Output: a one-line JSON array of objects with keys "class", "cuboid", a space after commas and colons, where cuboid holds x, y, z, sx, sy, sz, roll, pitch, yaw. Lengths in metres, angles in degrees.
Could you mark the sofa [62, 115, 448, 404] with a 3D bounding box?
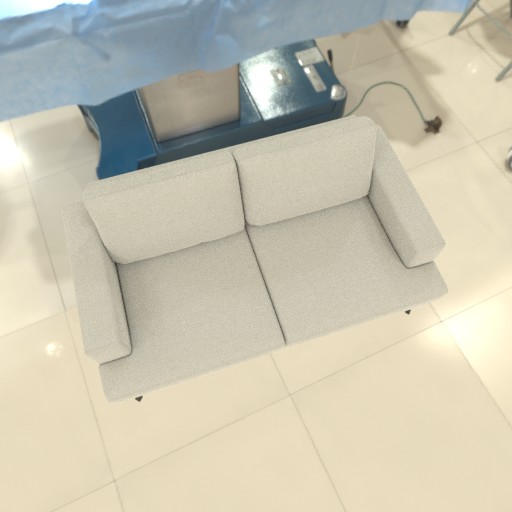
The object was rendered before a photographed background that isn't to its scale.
[{"class": "sofa", "cuboid": [0.000, 0.000, 2.157, 1.650, 0.810, 0.920, -16, 66, -7]}]
